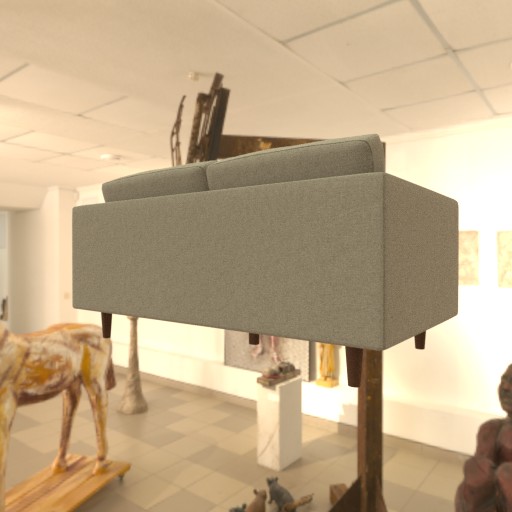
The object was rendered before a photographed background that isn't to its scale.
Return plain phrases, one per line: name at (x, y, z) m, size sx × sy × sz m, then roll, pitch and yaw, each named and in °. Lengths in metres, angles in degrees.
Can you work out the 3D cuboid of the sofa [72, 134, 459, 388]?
sofa at (0.000, 0.000, 2.260) m, size 1.731 × 0.900 × 1.000 m, roll 0°, pitch 1°, yaw 37°
